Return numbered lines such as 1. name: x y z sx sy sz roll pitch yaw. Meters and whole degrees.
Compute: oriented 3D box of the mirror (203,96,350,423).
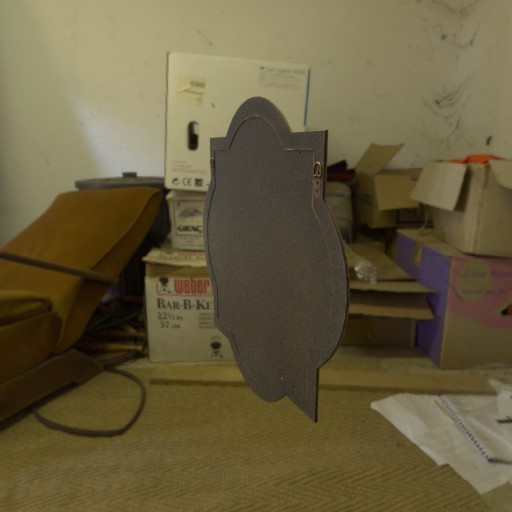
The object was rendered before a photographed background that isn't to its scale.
1. mirror: 0.000 0.000 1.035 0.019 0.686 0.686 -6 15 -25
